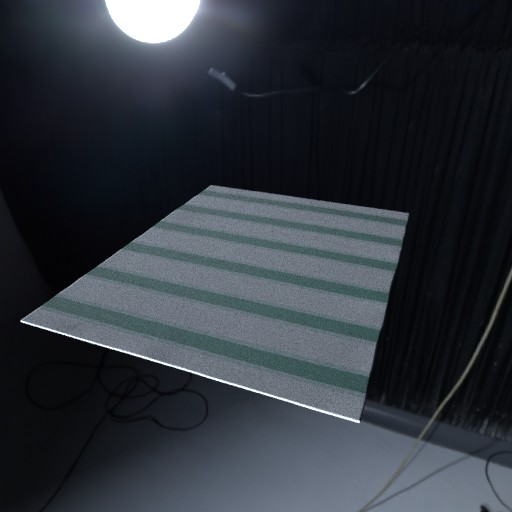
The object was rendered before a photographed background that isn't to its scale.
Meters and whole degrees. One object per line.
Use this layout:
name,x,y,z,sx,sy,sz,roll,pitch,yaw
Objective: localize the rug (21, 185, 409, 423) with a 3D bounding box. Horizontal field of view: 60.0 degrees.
rug,0.000,0.000,4.021,2.434,0.019,3.041,11,31,19
